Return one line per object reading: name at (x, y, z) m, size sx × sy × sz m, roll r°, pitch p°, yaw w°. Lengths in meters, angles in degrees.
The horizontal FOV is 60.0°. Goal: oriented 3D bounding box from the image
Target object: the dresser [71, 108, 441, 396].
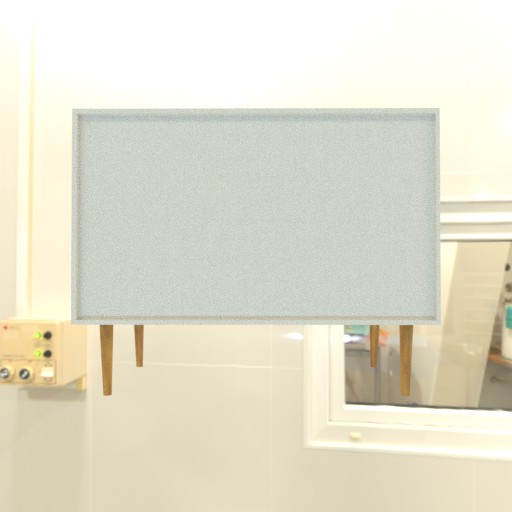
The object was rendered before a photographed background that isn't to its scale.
dresser at (0.000, 0.000, 1.314) m, size 0.905 × 0.721 × 0.457 m, roll 0°, pitch -1°, yaw 0°
